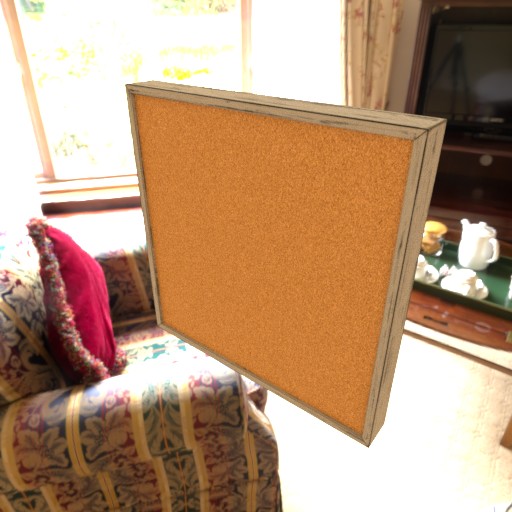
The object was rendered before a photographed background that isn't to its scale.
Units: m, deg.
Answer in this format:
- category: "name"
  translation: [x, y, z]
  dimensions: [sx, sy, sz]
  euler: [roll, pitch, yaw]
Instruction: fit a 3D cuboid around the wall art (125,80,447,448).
- category: "wall art"
  translation: [0.000, 0.000, 0.446]
  dimensions: [0.303, 0.303, 0.036]
  euler: [21, 36, 32]
